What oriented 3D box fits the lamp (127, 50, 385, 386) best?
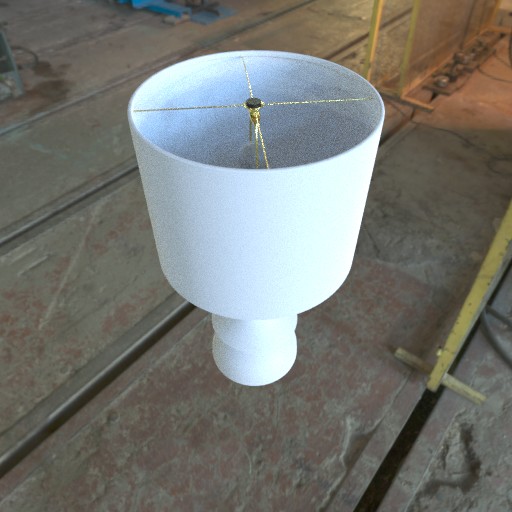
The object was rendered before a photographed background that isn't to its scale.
[{"bbox_3d":[0.000,0.000,0.717,0.301,0.533,0.301,-5,46,-4],"label":"lamp"}]
